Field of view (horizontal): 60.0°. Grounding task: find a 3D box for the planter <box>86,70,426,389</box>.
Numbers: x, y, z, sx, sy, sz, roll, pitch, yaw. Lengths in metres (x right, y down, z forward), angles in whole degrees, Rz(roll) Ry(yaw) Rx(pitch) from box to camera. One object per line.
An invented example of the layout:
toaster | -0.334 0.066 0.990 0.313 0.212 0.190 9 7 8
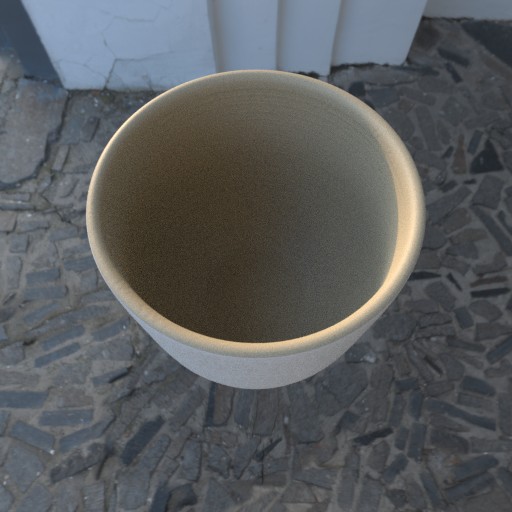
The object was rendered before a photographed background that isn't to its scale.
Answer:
planter | 0.000 0.000 0.358 0.208 0.190 0.208 0 64 0
